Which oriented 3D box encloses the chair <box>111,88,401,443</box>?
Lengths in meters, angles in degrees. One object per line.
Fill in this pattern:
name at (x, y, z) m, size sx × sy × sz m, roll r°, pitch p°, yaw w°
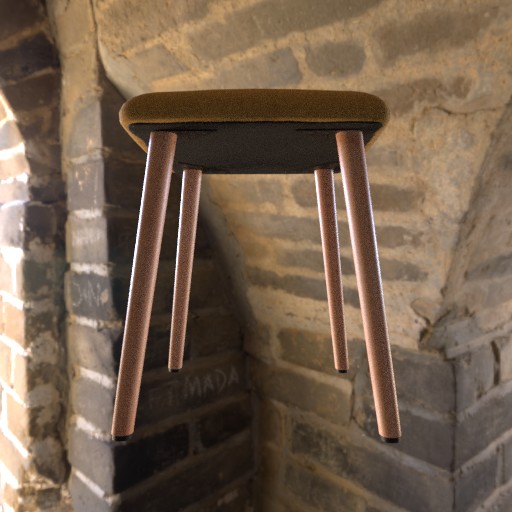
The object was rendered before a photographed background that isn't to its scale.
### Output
chair at (0.000, 0.000, 0.693) m, size 0.350 × 0.440 × 0.350 m, roll 0°, pitch 0°, yaw 1°
